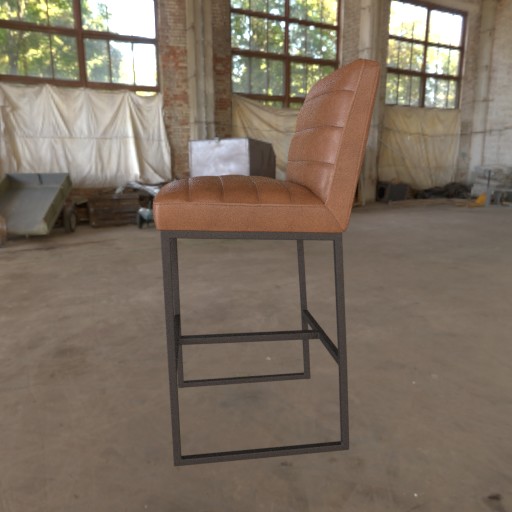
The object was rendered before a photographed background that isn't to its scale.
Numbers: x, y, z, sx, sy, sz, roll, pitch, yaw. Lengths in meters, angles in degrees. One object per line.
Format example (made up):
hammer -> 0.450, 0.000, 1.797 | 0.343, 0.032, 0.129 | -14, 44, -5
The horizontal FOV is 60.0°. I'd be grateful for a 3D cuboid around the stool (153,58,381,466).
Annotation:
stool -> 0.000, 0.000, 1.318 | 0.556, 1.040, 0.458 | -2, 12, -8
